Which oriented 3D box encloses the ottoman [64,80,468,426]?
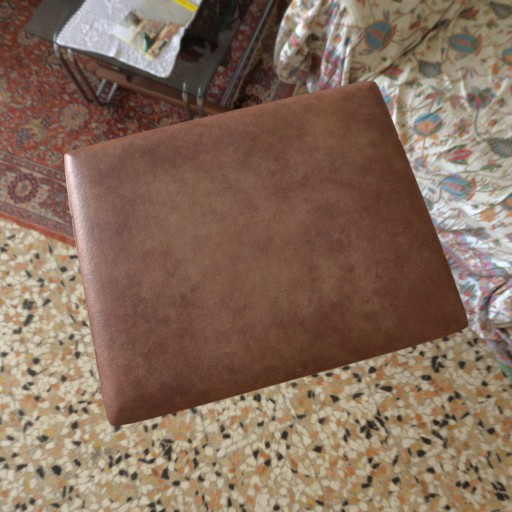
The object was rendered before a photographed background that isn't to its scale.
[{"bbox_3d":[0.000,0.000,1.748,1.186,0.667,0.965,-14,76,-4],"label":"ottoman"}]
